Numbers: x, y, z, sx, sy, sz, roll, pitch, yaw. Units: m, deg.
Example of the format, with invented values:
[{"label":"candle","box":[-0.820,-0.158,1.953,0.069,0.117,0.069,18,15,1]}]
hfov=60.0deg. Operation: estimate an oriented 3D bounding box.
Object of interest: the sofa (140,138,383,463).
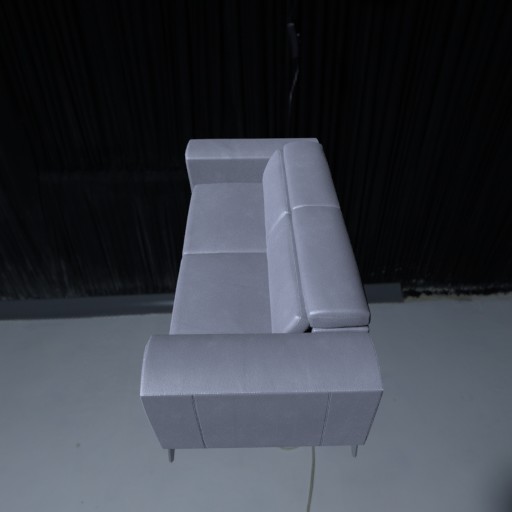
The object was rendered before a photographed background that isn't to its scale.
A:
[{"label":"sofa","box":[0.000,0.000,2.862,1.048,0.814,2.330,-1,41,-1]}]
